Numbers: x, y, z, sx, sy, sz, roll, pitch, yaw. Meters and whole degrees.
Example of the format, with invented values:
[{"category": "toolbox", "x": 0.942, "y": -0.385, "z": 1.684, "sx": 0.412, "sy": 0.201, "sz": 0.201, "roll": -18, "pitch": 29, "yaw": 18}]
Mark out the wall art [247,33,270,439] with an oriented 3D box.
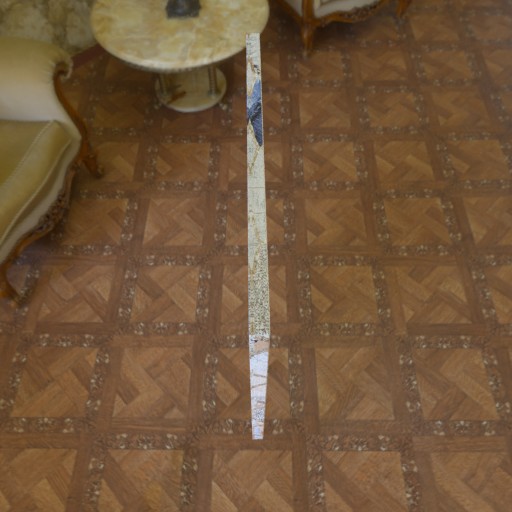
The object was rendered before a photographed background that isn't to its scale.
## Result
[{"category": "wall art", "x": 0.000, "y": 0.000, "z": 1.384, "sx": 0.039, "sy": 0.914, "sz": 0.912, "roll": -1, "pitch": 57, "yaw": -1}]
